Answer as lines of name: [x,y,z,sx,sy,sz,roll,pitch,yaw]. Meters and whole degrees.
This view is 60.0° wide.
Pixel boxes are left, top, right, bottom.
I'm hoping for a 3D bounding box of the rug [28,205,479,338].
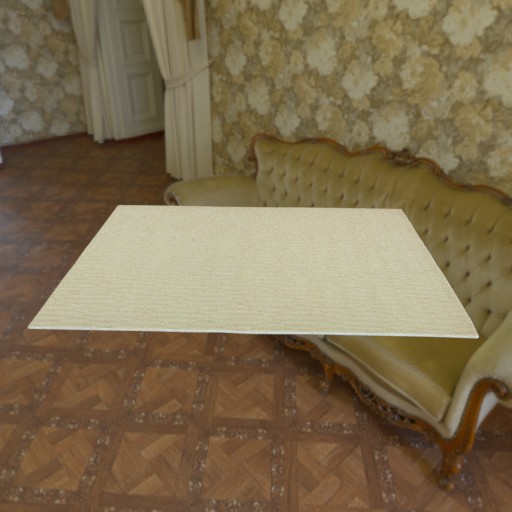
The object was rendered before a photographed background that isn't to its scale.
rug: [0.000,0.000,2.332,1.848,0.014,1.238,1,31,2]
